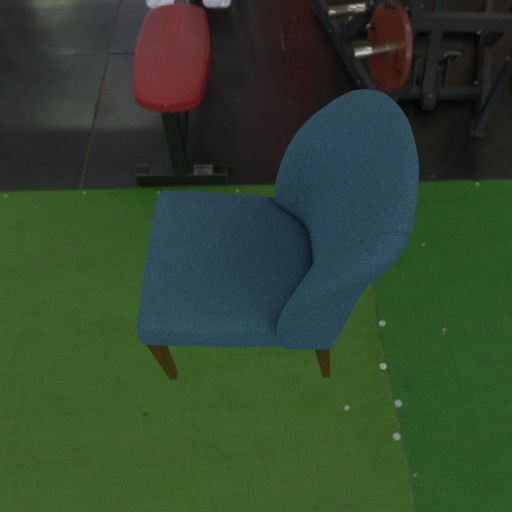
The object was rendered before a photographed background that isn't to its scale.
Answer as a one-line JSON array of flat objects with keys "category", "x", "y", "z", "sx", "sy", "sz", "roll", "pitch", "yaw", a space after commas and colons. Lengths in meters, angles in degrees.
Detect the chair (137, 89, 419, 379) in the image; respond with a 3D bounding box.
[{"category": "chair", "x": 0.000, "y": 0.000, "z": 1.237, "sx": 0.620, "sy": 0.879, "sz": 0.507, "roll": 0, "pitch": 58, "yaw": 0}]
